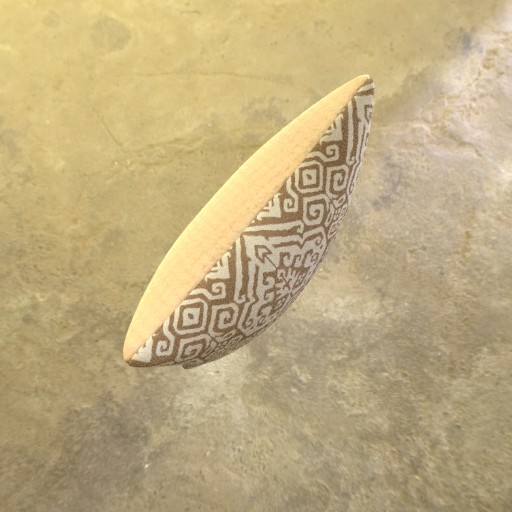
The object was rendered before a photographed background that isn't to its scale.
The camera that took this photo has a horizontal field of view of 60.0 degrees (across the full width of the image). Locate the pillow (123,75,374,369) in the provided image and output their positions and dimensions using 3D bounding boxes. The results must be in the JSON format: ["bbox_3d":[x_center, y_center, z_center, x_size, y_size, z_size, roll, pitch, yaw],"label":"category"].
[{"bbox_3d":[0.000,0.000,0.662,0.173,0.407,0.419,38,79,9],"label":"pillow"}]
